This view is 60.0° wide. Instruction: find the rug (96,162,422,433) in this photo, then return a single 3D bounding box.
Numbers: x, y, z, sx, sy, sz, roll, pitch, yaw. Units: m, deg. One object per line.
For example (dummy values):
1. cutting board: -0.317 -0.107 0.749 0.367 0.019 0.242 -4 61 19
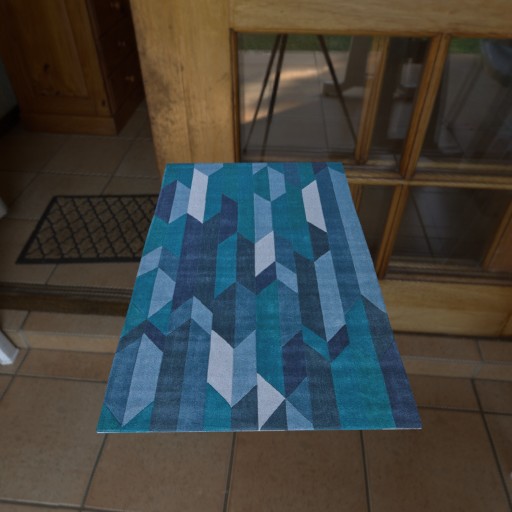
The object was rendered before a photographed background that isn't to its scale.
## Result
1. rug: 0.000 0.000 2.954 1.528 0.005 2.420 -1 42 -1
